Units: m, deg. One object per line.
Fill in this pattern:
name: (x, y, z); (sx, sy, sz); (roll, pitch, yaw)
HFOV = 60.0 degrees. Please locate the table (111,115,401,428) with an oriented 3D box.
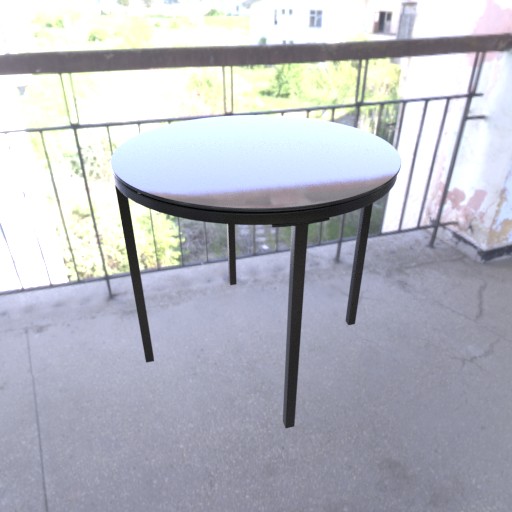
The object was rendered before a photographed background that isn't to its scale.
table: (0.000, 0.000, 0.902); (0.499, 0.443, 0.499); (0, 31, 0)
